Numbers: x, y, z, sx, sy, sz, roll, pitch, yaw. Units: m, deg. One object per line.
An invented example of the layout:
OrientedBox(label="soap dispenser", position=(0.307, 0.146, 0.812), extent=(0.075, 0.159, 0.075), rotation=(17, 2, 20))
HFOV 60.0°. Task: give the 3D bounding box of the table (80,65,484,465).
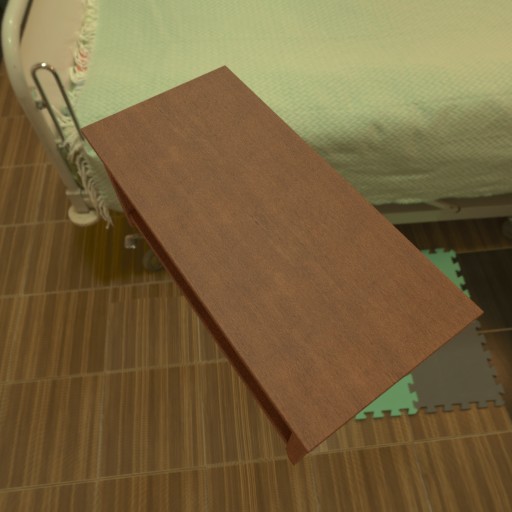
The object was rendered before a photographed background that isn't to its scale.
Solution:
OrientedBox(label="table", position=(0.000, 0.000, 1.288), extent=(0.483, 0.457, 1.016), rotation=(-31, 64, -17))
